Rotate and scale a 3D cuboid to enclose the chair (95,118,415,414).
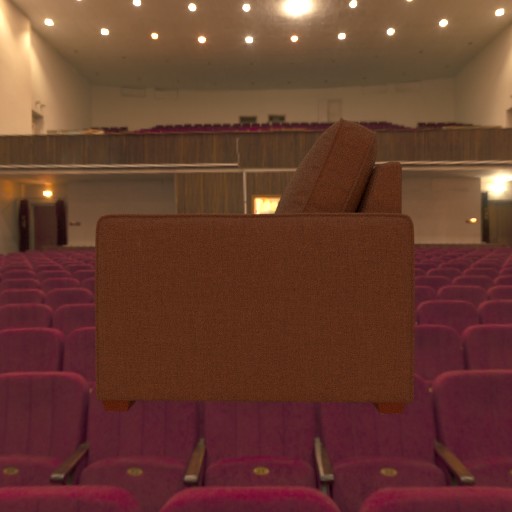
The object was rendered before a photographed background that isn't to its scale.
[{"bbox_3d":[0.000,0.000,1.764,0.940,0.919,1.017,0,1,1],"label":"chair"}]
